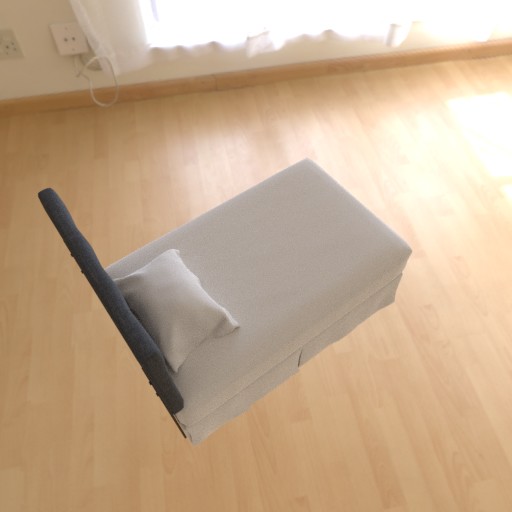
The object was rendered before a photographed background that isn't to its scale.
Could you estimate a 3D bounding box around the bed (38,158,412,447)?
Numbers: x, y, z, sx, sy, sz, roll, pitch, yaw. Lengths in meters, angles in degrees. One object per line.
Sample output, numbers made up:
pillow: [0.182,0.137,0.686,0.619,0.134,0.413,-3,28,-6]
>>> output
bed: [0.000,0.000,2.986,1.997,1.571,1.261,-32,62,-19]
